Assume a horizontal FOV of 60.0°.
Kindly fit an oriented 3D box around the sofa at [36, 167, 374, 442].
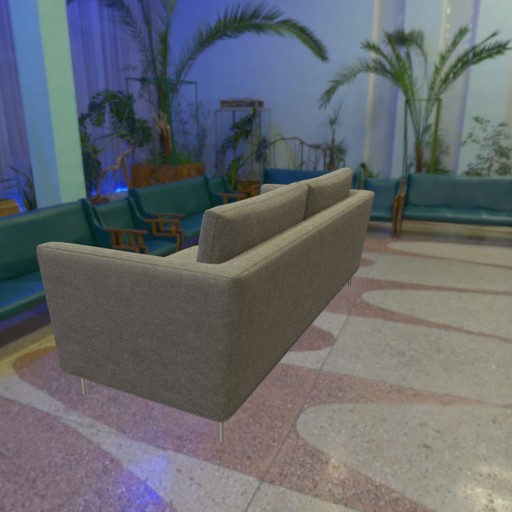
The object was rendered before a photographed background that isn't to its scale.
[{"bbox_3d":[0.000,0.000,2.500,0.889,0.864,2.121,8,18,25],"label":"sofa"}]
